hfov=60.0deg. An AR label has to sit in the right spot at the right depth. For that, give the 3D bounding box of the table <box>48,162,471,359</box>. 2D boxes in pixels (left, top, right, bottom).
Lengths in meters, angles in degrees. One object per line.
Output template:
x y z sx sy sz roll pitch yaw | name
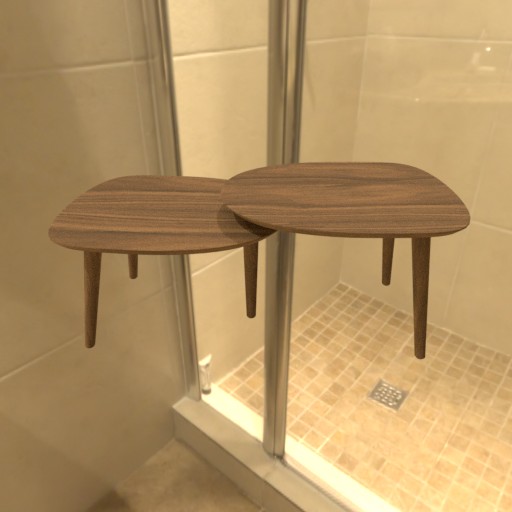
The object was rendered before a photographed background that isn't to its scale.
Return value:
0.000 0.000 1.336 1.084 0.429 0.527 2 30 3 | table
